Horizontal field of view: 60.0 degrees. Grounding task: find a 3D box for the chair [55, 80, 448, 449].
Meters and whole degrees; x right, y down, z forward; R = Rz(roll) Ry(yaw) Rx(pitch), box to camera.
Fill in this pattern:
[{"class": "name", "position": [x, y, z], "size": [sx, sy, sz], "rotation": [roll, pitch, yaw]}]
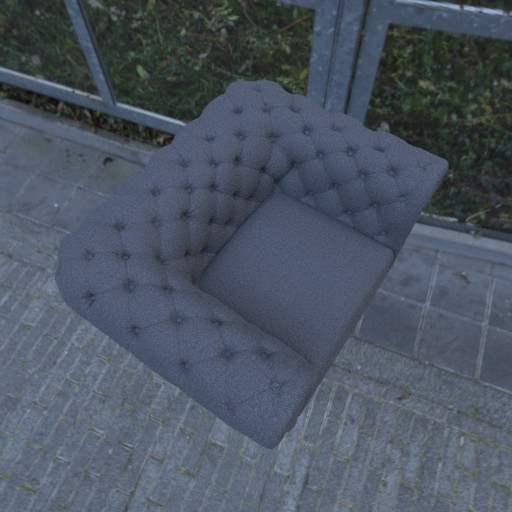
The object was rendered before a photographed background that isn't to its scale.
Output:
[{"class": "chair", "position": [0.000, 0.000, 1.855], "size": [0.976, 0.770, 1.270], "rotation": [31, 64, 17]}]
